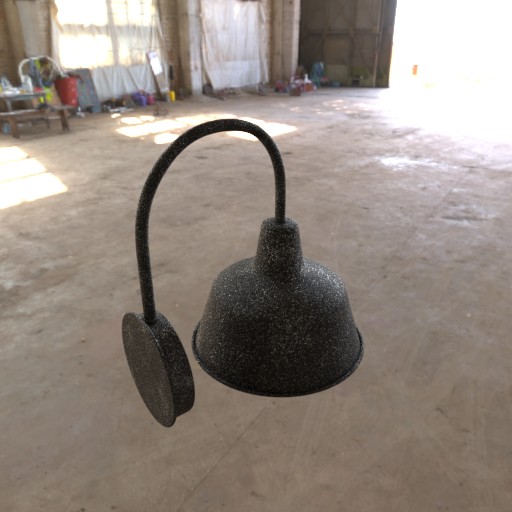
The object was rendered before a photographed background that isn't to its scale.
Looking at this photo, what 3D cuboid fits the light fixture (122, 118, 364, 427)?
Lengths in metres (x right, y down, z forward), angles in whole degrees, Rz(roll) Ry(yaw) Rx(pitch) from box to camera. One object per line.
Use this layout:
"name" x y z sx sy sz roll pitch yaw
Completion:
"light fixture" 0.000 0.000 0.492 0.283 0.300 0.216 -18 30 -33
